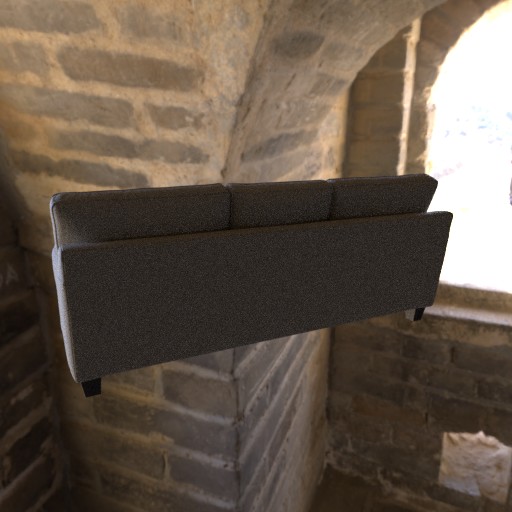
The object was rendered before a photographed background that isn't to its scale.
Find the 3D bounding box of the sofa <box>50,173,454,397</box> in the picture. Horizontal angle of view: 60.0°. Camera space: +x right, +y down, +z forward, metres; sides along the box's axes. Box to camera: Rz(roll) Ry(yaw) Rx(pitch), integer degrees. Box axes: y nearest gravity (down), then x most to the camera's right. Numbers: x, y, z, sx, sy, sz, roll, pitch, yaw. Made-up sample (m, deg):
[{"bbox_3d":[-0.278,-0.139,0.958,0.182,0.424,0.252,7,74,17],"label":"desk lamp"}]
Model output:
[{"bbox_3d":[0.000,0.000,2.799,2.323,0.997,1.016,-7,16,-25],"label":"sofa"}]
